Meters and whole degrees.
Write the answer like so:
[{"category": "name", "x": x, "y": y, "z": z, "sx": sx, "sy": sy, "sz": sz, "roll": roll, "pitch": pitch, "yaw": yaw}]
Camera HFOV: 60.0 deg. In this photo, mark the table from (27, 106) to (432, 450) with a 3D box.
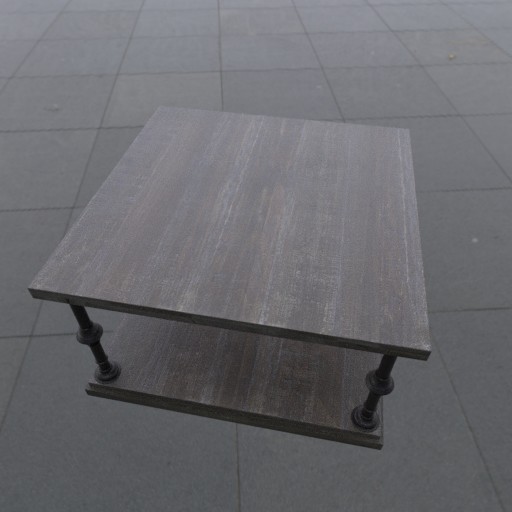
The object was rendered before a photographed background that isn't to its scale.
[{"category": "table", "x": 0.000, "y": 0.000, "z": 1.125, "sx": 0.696, "sy": 0.400, "sz": 0.696, "roll": 8, "pitch": 46, "yaw": 8}]
